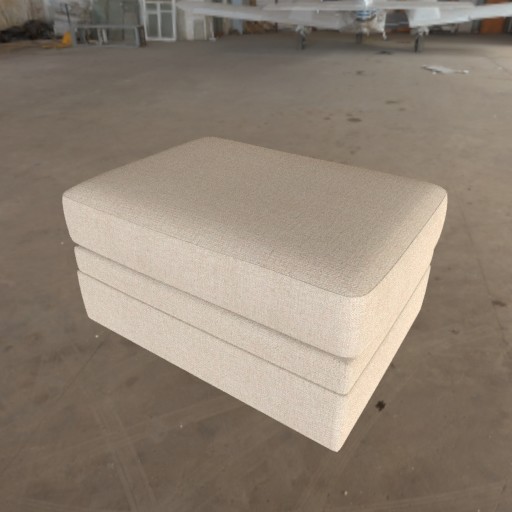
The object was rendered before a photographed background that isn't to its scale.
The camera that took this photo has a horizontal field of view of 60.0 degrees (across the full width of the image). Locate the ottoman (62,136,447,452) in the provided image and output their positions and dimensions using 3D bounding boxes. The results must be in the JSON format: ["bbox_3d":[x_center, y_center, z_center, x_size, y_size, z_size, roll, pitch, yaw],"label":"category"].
[{"bbox_3d":[0.000,0.000,1.273,0.885,0.478,0.637,19,36,29],"label":"ottoman"}]
